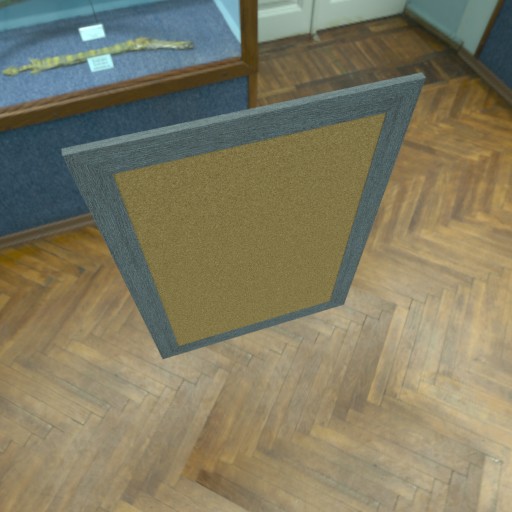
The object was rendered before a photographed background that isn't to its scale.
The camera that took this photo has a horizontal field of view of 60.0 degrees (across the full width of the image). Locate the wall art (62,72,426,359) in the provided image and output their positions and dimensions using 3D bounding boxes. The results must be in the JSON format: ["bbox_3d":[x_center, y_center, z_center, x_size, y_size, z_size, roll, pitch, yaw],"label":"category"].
[{"bbox_3d":[0.000,0.000,1.346,0.768,1.070,0.020,-15,58,-10],"label":"wall art"}]
